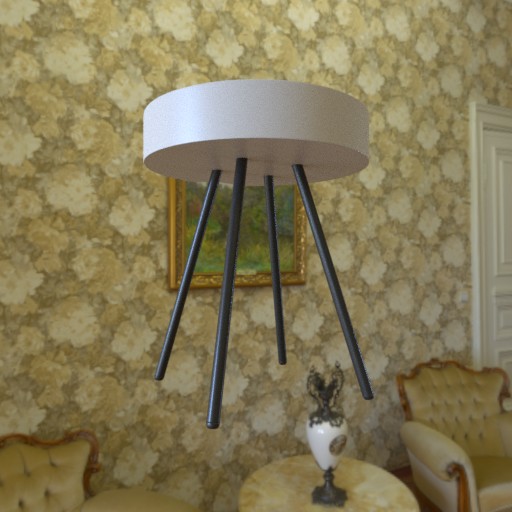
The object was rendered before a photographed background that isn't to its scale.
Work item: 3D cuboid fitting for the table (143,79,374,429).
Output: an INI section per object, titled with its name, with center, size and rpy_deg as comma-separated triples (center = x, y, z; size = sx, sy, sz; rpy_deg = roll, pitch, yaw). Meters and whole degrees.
[table]
center = 0.000, 0.000, 0.875
size = 0.450, 0.525, 0.450
rpy_deg = 0, 0, 0
